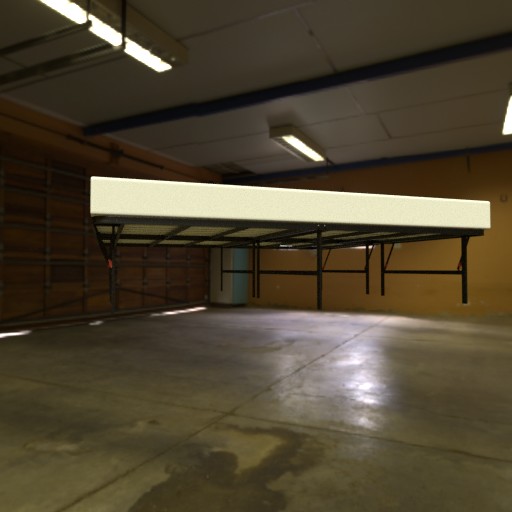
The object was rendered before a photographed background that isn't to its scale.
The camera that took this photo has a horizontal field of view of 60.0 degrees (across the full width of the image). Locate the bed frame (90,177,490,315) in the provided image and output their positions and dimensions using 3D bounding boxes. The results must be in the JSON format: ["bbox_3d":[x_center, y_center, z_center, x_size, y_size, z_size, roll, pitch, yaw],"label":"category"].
[{"bbox_3d":[0.000,0.000,2.984,2.032,0.559,1.930,1,-2,-19],"label":"bed frame"}]
